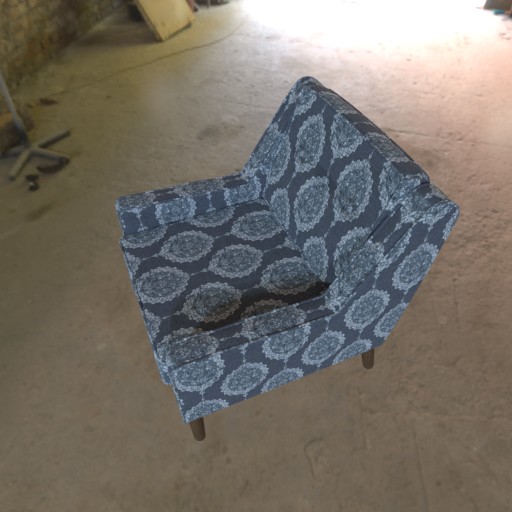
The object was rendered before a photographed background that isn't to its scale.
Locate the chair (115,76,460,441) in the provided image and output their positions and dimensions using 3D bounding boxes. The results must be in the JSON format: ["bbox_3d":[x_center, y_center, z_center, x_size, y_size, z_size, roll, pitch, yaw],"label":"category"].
[{"bbox_3d":[0.000,0.000,1.346,0.743,0.792,0.663,-18,50,-16],"label":"chair"}]
